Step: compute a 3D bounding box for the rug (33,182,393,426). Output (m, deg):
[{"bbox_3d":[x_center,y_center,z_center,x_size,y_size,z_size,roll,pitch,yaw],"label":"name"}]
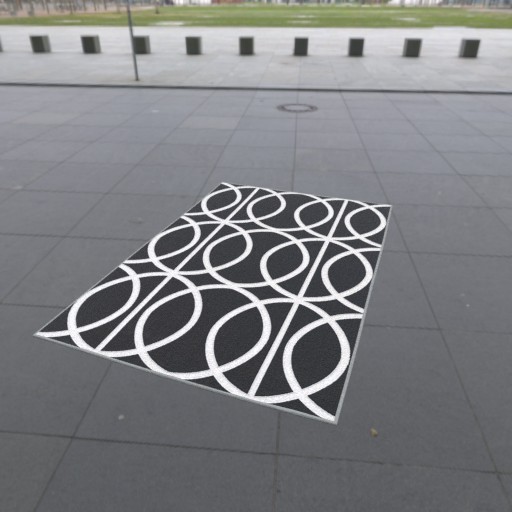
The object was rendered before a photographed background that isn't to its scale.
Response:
[{"bbox_3d":[0.000,0.000,2.881,1.526,0.014,2.290,11,32,17],"label":"rug"}]
